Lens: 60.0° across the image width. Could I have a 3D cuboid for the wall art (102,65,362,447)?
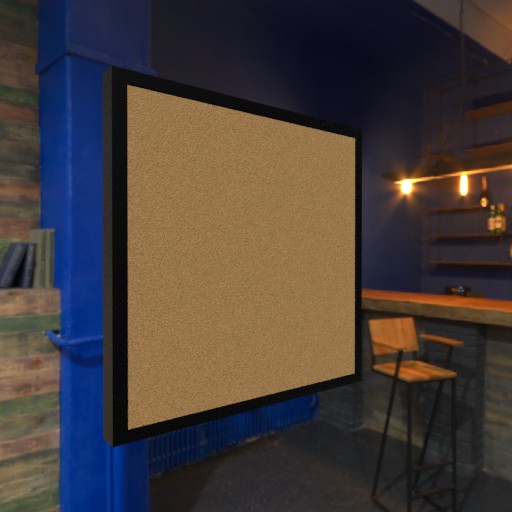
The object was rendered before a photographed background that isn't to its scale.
[{"bbox_3d":[0.000,0.000,0.754,0.506,0.506,0.038,0,1,-37],"label":"wall art"}]
